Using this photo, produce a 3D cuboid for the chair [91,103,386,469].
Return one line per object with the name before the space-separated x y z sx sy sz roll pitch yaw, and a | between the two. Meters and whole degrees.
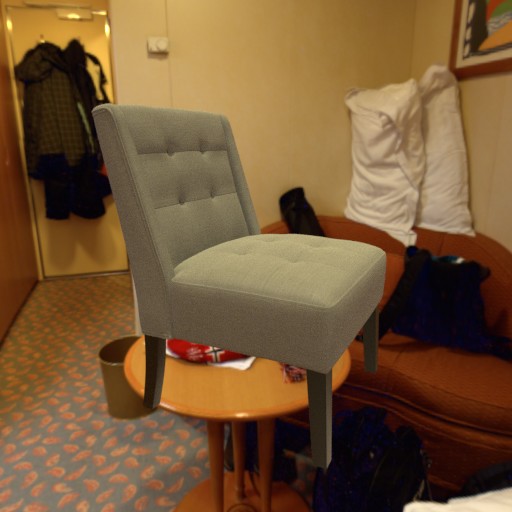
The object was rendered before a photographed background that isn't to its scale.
chair | 0.000 0.000 1.316 0.676 0.853 0.569 8 17 27
